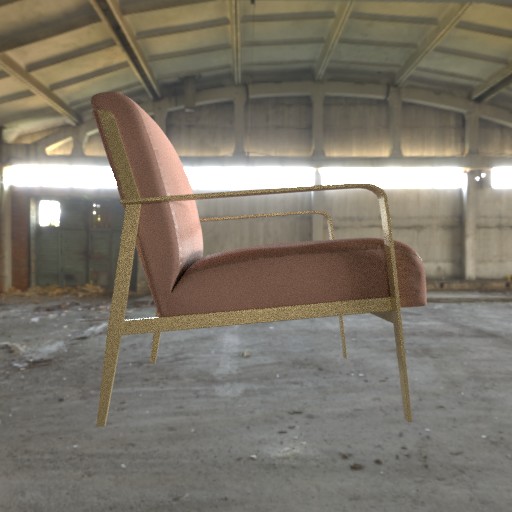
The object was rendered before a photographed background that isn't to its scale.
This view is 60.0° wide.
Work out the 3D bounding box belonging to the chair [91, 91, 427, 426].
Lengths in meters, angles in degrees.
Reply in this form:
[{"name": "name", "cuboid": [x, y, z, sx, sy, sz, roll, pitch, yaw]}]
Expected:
[{"name": "chair", "cuboid": [0.000, 0.000, 1.399, 0.848, 0.823, 0.701, 0, 0, -2]}]
